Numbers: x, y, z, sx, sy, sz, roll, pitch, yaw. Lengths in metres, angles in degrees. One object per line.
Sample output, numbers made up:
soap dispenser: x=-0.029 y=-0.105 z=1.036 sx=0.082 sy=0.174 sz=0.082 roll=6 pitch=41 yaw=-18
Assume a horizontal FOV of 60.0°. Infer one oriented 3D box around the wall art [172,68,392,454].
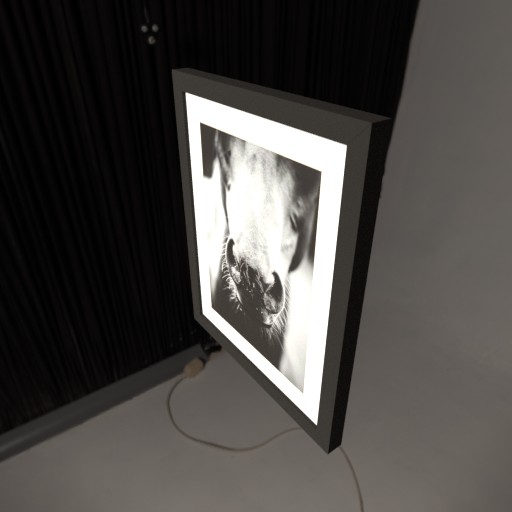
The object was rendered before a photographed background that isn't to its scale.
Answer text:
wall art: x=0.000 y=0.000 z=0.561 sx=0.024 sy=0.404 sz=0.329 roll=-21 pitch=37 yaw=-31
